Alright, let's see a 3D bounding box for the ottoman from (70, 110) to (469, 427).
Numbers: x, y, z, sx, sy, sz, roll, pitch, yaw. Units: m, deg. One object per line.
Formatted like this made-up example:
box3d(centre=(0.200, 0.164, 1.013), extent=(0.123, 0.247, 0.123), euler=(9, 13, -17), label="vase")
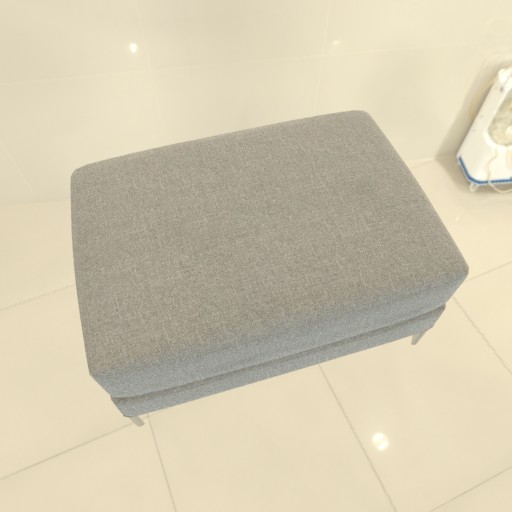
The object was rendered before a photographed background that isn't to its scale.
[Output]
box3d(centre=(0.000, 0.000, 1.161), extent=(0.838, 0.457, 0.584), euler=(-14, 58, -9), label="ottoman")
